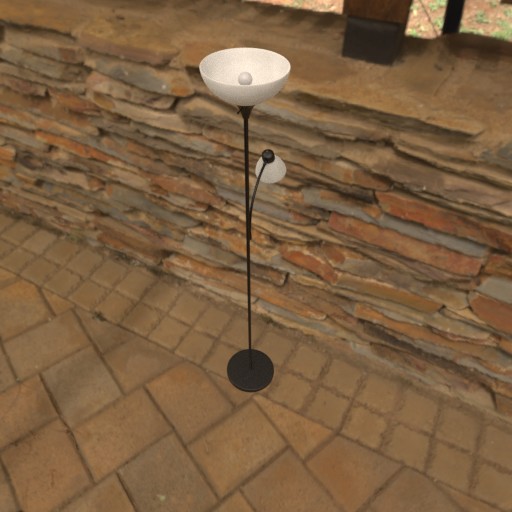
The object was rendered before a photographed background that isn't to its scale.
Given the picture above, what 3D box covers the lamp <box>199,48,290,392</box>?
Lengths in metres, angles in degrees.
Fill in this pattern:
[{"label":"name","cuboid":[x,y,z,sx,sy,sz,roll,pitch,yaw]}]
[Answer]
[{"label":"lamp","cuboid":[0.000,0.000,2.027,0.279,1.804,0.442,17,48,16]}]
